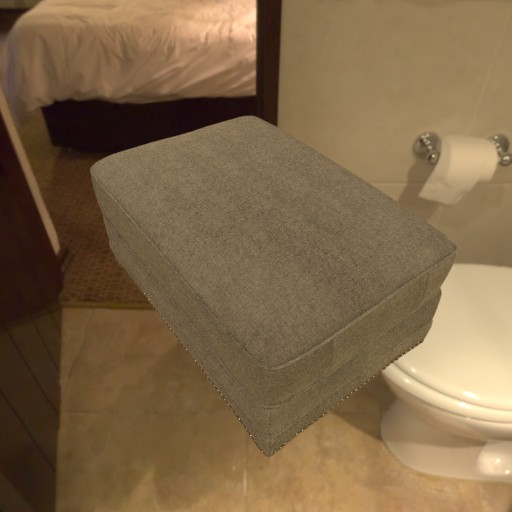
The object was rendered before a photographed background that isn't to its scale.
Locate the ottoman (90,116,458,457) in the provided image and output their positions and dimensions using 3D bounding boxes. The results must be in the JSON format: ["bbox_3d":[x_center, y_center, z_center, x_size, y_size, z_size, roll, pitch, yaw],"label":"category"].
[{"bbox_3d":[0.000,0.000,1.173,0.561,0.457,0.813,-26,48,-27],"label":"ottoman"}]
